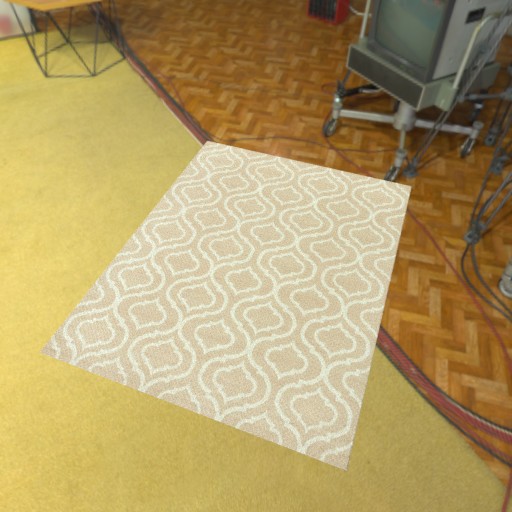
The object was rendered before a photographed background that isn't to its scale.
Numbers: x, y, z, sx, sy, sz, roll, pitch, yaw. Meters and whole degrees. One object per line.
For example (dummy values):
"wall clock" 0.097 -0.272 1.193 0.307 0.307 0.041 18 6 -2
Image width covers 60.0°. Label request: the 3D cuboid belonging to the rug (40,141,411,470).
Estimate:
"rug" 0.000 0.000 3.878 2.286 0.013 2.894 16 50 14
